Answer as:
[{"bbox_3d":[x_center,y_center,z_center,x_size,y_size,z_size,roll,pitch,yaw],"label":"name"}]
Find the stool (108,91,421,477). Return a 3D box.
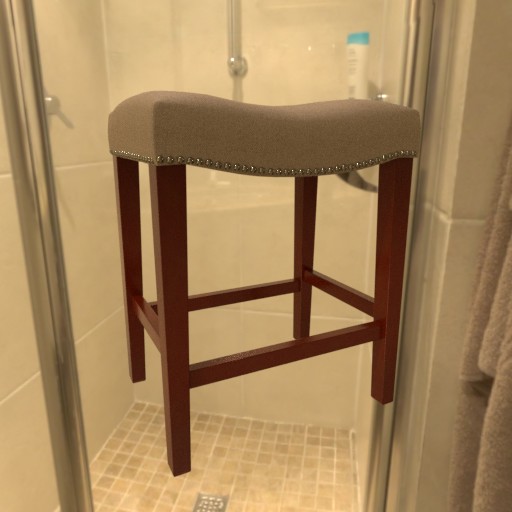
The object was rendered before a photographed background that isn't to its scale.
[{"bbox_3d":[0.000,0.000,0.935,0.509,0.632,0.375,-8,17,-26],"label":"stool"}]
